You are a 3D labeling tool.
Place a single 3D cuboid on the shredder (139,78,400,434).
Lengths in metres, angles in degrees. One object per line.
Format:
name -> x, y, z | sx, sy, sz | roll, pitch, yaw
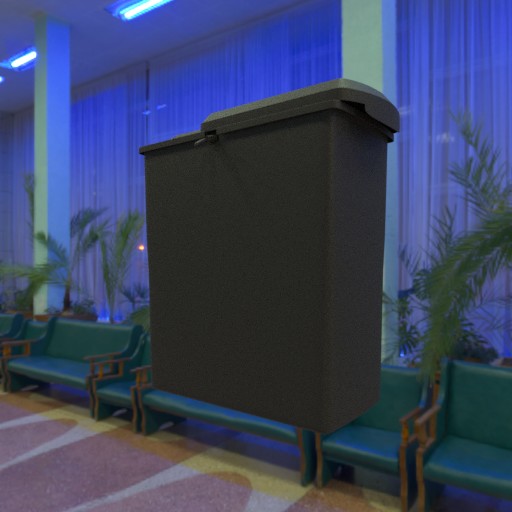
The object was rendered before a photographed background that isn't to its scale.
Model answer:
shredder -> 0.000, 0.000, 0.525 | 0.320, 0.335, 0.170 | -1, -1, 38
